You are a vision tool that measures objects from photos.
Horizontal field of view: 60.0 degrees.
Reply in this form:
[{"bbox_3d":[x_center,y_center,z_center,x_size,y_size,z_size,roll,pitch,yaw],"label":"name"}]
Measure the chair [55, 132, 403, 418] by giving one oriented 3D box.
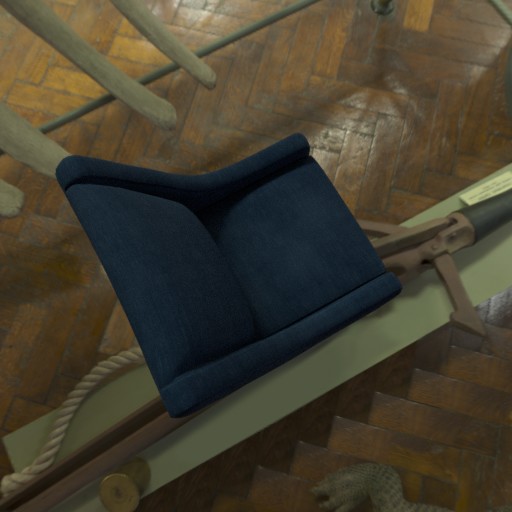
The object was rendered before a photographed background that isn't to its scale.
[{"bbox_3d":[0.000,0.000,1.641,0.870,1.014,0.774,-28,76,-7],"label":"chair"}]
